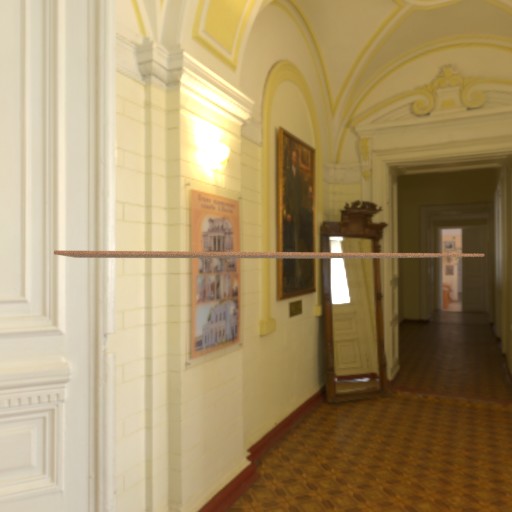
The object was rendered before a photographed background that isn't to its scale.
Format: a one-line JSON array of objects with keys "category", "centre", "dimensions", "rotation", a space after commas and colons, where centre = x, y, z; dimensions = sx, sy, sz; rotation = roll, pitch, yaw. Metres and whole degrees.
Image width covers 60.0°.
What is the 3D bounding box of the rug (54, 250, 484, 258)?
[{"category": "rug", "centre": [0.000, 0.000, 2.331], "dimensions": [1.829, 0.014, 1.219], "rotation": [0, -1, -19]}]
